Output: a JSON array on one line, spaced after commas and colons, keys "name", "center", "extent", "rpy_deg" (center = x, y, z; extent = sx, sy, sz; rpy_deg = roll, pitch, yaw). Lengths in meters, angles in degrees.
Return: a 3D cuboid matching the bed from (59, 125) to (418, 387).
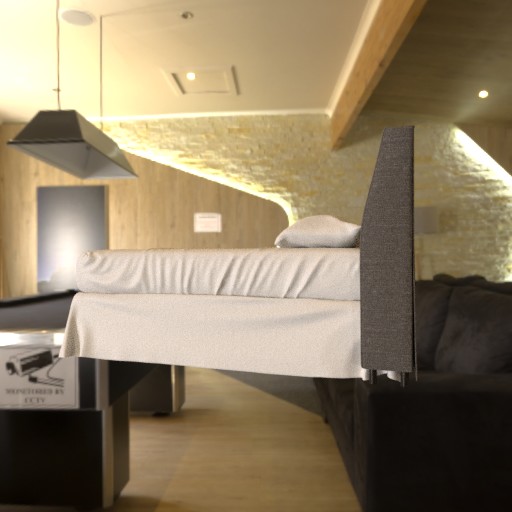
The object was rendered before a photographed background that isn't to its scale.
[{"name": "bed", "center": [0.000, 0.000, 3.424], "extent": [2.276, 1.332, 1.925], "rpy_deg": [0, 0, 18]}]
